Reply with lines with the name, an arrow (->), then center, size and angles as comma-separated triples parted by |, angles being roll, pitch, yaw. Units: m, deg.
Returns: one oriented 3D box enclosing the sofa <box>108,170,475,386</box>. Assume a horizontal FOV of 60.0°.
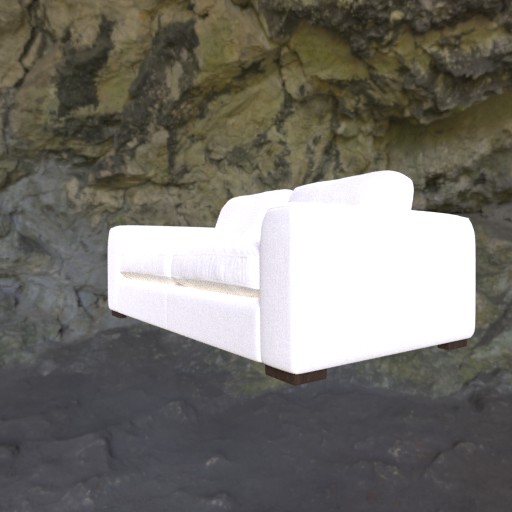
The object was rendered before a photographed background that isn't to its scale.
sofa -> 0.000, 0.000, 2.436 | 1.069, 0.801, 1.920 | -1, 1, -35
